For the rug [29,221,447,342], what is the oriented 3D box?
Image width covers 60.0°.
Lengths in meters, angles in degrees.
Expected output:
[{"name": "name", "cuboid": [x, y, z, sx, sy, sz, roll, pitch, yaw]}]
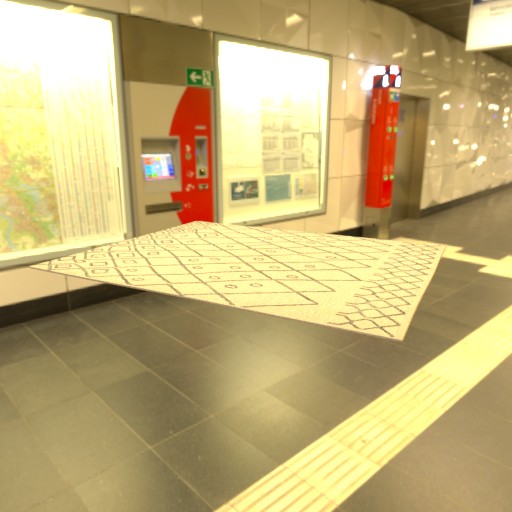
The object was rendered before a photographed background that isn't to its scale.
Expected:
[{"name": "rug", "cuboid": [0.000, 0.000, 4.085, 3.046, 0.015, 2.446, 8, 17, 27]}]
